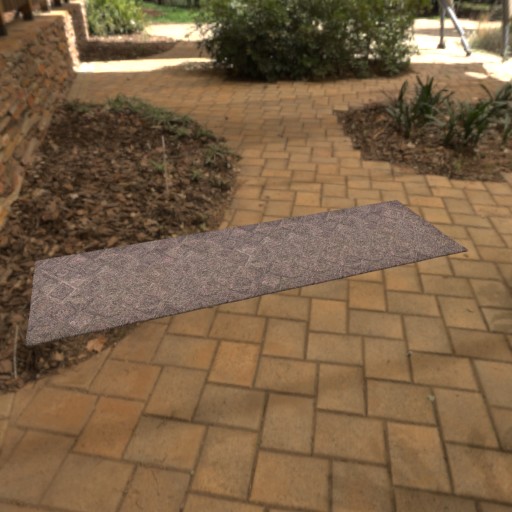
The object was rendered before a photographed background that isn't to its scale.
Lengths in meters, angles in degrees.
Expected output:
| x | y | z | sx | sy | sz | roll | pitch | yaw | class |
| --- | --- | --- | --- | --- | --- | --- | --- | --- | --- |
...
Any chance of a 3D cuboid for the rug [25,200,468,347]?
| x | y | z | sx | sy | sz | roll | pitch | yaw | class |
| --- | --- | --- | --- | --- | --- | --- | --- | --- | --- |
| 0.000 | 0.000 | 2.449 | 2.296 | 0.011 | 0.691 | -11 | 34 | -16 | rug |
